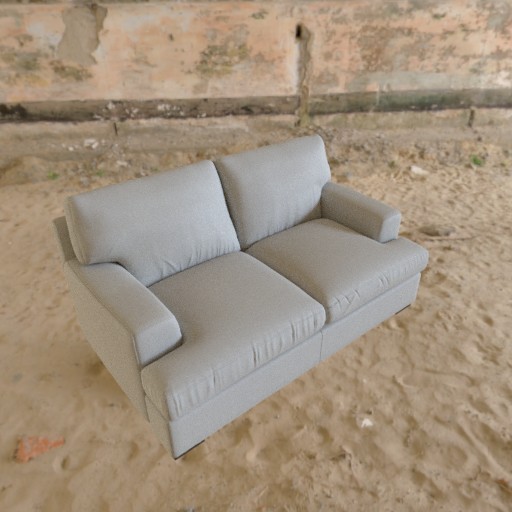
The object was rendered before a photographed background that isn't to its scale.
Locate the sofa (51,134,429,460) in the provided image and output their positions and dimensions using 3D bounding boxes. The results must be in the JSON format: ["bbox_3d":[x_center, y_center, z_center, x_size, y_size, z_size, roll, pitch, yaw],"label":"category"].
[{"bbox_3d":[0.000,0.000,2.530,1.880,0.940,1.143,-23,38,-33],"label":"sofa"}]
